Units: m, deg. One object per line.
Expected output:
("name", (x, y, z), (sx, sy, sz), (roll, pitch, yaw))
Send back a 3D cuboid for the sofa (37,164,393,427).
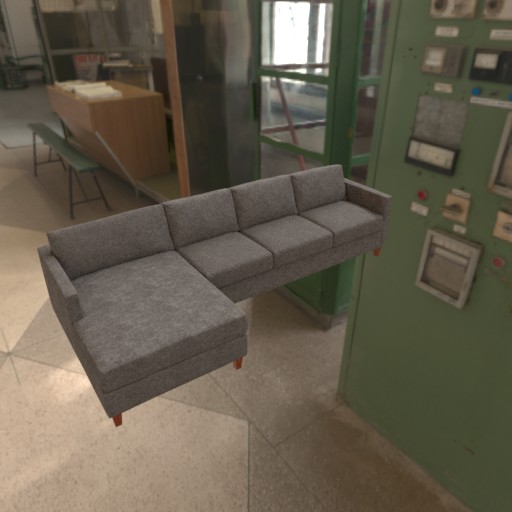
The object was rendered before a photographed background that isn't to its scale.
("sofa", (0.000, 0.000, 4.184), (3.471, 0.954, 1.606), (-18, 34, -30))
